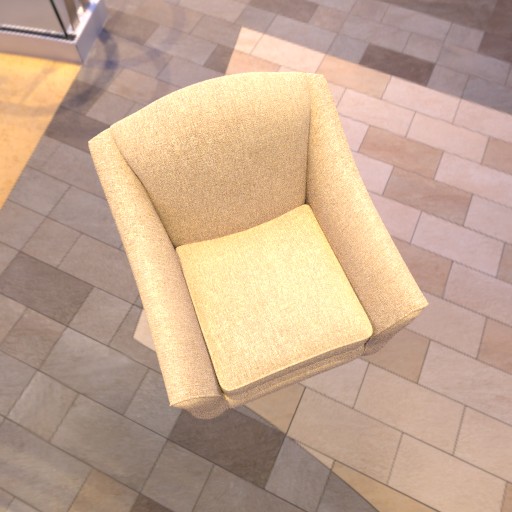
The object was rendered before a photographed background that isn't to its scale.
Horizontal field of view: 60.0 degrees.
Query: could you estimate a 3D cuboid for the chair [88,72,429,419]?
[{"bbox_3d":[0.000,0.000,1.449,0.763,0.839,0.787,-19,66,-9],"label":"chair"}]
